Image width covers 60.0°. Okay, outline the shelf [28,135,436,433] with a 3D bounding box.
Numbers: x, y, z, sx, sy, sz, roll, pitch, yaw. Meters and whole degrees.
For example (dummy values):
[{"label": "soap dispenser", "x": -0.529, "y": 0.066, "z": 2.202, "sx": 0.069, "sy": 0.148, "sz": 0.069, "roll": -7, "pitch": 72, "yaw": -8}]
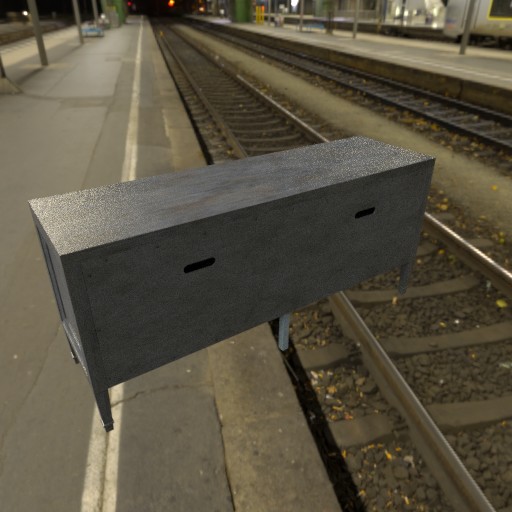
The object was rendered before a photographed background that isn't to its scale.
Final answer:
[{"label": "shelf", "x": 0.000, "y": 0.000, "z": 1.908, "sx": 1.575, "sy": 0.719, "sz": 0.479, "roll": -18, "pitch": 34, "yaw": -29}]
